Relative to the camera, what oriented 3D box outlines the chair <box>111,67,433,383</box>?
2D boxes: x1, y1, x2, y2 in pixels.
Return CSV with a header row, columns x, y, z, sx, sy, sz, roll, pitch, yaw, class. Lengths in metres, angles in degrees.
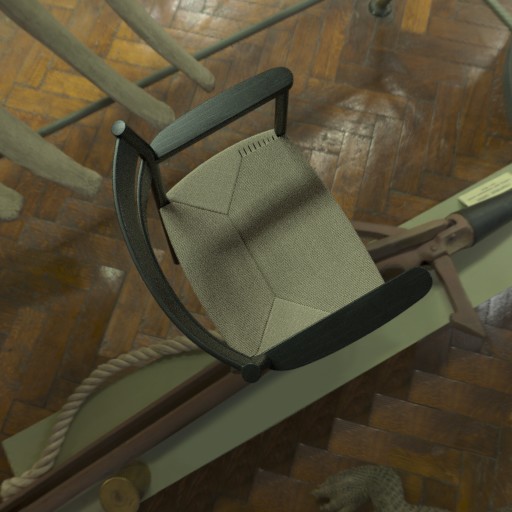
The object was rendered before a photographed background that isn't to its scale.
x,y,z,sx,sy,sz,roll,pitch,yaw,class
0.000,0.000,1.199,0.508,0.775,0.630,-28,76,-8,chair
